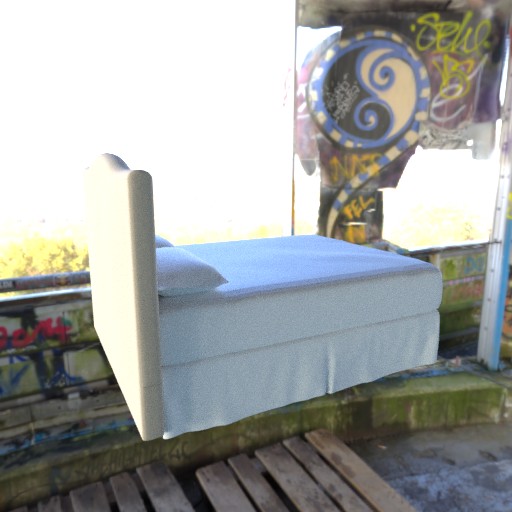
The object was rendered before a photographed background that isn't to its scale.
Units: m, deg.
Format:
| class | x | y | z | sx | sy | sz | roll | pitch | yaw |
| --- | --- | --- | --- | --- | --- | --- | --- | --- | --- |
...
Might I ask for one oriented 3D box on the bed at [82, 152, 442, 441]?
| class | x | y | z | sx | sy | sz | roll | pitch | yaw |
| --- | --- | --- | --- | --- | --- | --- | --- | --- | --- |
| bed | 0.000 | 0.000 | 3.116 | 2.052 | 1.398 | 1.678 | -6 | 13 | -26 |
